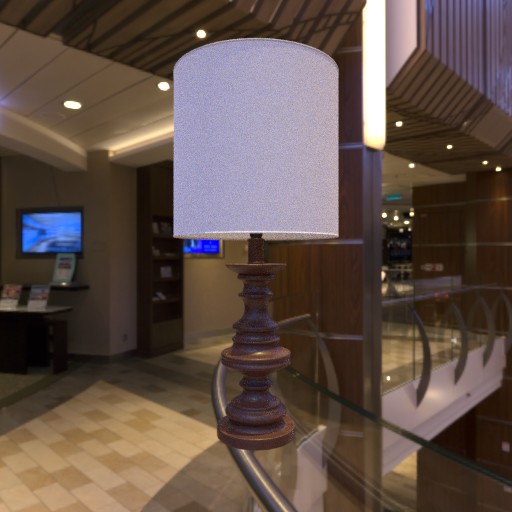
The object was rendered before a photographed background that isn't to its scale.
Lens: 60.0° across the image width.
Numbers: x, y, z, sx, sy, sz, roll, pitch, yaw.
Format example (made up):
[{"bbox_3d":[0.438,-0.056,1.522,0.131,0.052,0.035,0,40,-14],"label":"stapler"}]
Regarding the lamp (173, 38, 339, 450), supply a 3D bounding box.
[{"bbox_3d":[0.000,0.000,0.568,0.208,0.455,0.208,0,0,-2],"label":"lamp"}]
